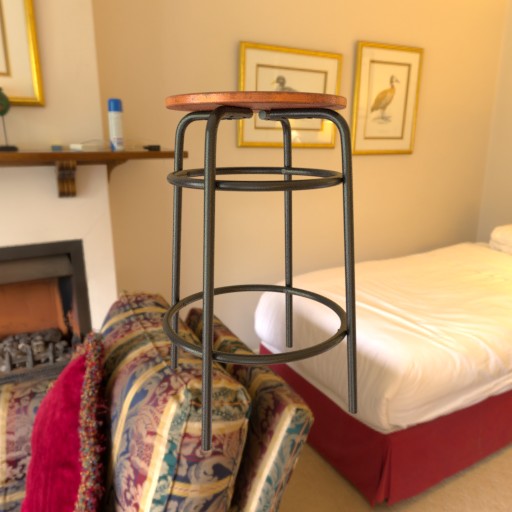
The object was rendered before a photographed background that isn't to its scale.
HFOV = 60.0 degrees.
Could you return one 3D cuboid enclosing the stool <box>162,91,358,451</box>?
[{"bbox_3d":[0.000,0.000,0.913,0.455,0.610,0.455,7,17,23],"label":"stool"}]
